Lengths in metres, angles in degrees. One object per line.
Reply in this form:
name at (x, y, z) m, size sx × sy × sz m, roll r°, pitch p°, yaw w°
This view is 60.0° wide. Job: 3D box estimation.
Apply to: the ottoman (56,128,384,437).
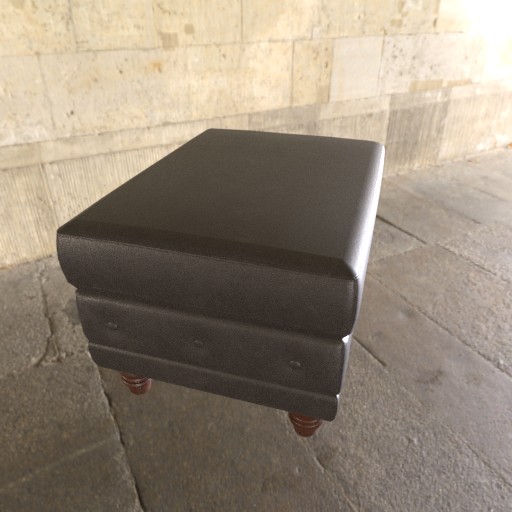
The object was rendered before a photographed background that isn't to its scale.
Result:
ottoman at (0.000, 0.000, 1.198) m, size 0.590 × 0.498 × 0.795 m, roll 9°, pitch 32°, yaw 14°
